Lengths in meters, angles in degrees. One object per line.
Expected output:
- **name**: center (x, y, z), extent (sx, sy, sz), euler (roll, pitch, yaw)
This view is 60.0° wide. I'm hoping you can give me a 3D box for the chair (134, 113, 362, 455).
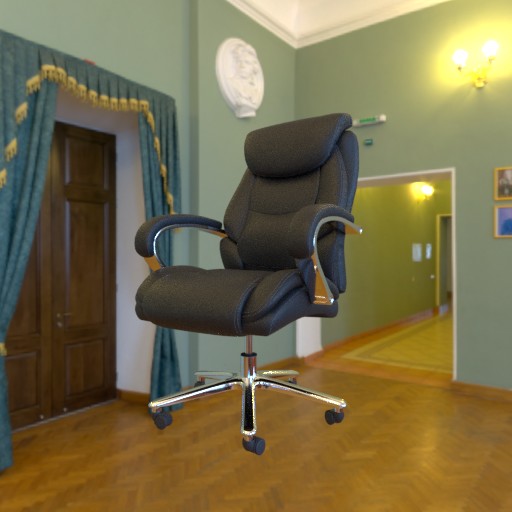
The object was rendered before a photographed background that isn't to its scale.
- **chair**: center (0.000, 0.000, 1.683), extent (0.755, 1.183, 0.790), euler (0, 1, 35)
